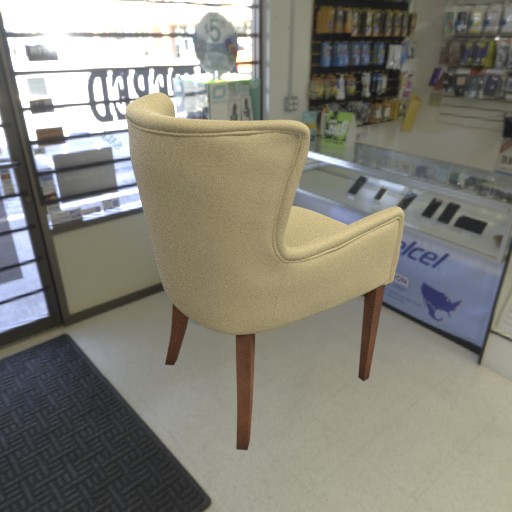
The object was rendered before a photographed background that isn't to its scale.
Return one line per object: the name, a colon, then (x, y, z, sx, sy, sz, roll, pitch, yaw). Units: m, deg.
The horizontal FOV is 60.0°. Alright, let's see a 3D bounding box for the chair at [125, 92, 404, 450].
chair: (0.000, 0.000, 1.412, 0.686, 0.952, 0.660, -18, 31, -32)
